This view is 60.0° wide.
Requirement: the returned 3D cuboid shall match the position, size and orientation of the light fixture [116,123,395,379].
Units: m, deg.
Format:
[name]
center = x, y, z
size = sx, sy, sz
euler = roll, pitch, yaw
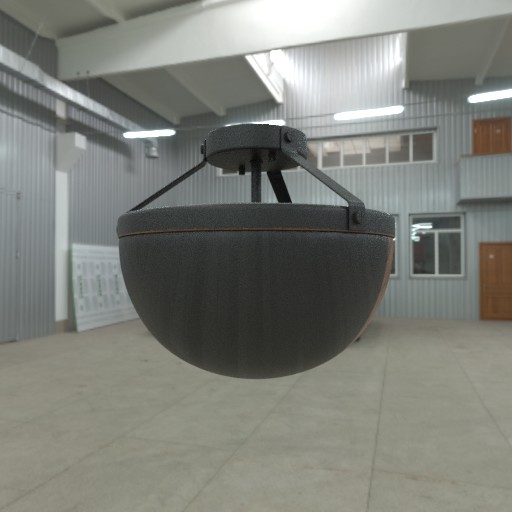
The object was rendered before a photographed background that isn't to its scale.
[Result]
[light fixture]
center = 0.000, 0.000, 0.506
size = 0.304, 0.269, 0.304
euler = 0, -1, 0
